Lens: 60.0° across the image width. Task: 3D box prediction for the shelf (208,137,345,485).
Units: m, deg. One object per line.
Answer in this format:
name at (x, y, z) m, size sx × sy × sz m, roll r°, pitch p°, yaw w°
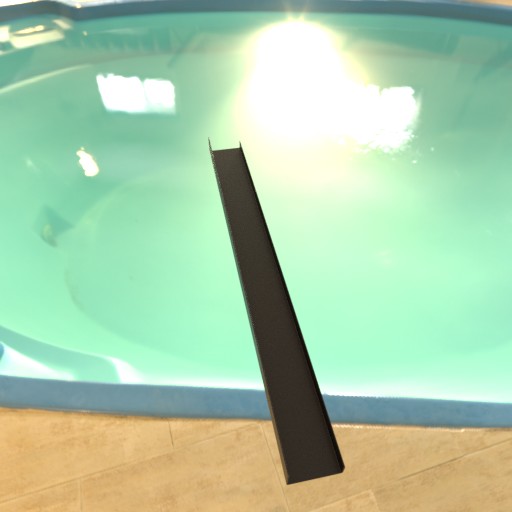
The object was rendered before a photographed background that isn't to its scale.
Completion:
shelf at (0.000, 0.000, 0.981) m, size 0.092 × 0.049 × 0.924 m, roll -8°, pitch 47°, yaw -8°
